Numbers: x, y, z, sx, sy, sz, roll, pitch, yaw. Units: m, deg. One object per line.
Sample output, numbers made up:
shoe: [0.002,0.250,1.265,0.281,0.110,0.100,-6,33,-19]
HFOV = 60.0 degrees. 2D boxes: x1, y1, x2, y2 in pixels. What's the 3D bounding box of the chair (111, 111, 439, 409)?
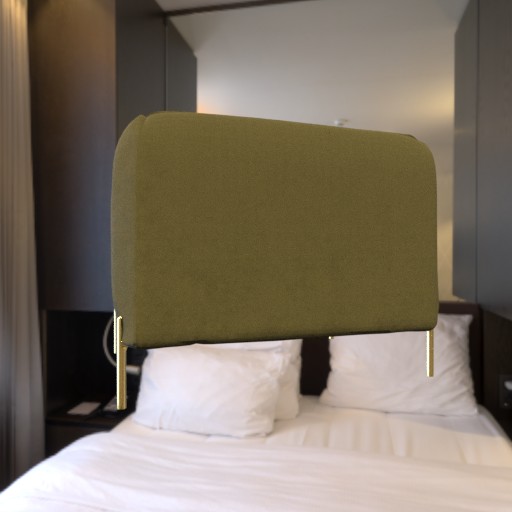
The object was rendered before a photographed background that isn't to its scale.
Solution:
chair: [0.000,0.000,1.659,1.032,0.794,0.877,0,0,-18]
